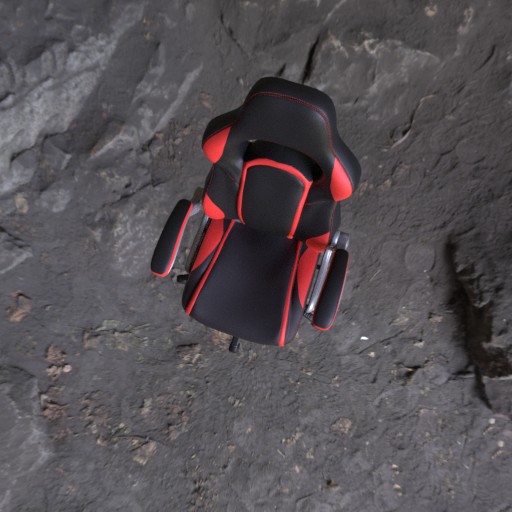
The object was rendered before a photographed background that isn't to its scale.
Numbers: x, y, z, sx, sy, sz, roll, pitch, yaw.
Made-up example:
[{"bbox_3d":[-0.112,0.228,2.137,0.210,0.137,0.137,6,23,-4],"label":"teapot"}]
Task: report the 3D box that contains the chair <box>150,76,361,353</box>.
[{"bbox_3d":[0.000,0.000,1.636,0.758,1.165,0.712,18,77,4],"label":"chair"}]
